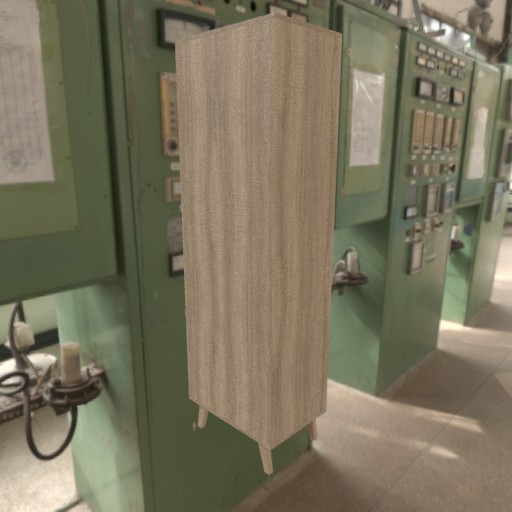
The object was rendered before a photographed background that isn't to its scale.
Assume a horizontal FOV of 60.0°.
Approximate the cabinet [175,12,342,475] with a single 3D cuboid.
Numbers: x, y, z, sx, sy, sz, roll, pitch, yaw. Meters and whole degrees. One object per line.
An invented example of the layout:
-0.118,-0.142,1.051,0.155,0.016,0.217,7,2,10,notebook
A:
0.000,0.000,2.040,0.570,1.850,0.400,13,19,43,cabinet
